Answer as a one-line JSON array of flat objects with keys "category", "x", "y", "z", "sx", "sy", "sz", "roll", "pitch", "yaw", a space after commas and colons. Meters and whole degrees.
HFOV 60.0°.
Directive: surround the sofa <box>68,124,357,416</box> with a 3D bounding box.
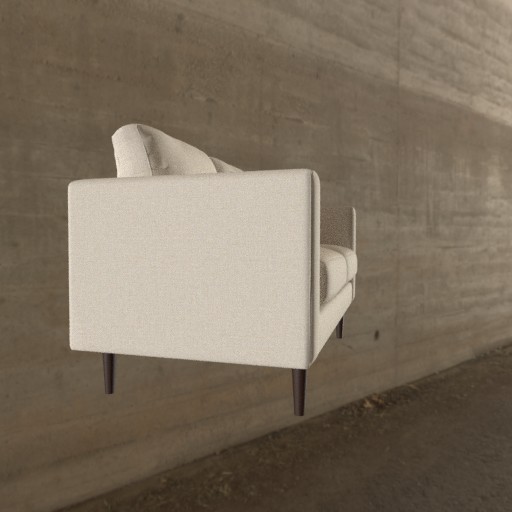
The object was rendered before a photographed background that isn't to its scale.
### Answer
[{"category": "sofa", "x": 0.000, "y": 0.000, "z": 1.928, "sx": 0.796, "sy": 0.908, "sz": 1.430, "roll": 1, "pitch": 2, "yaw": 17}]
